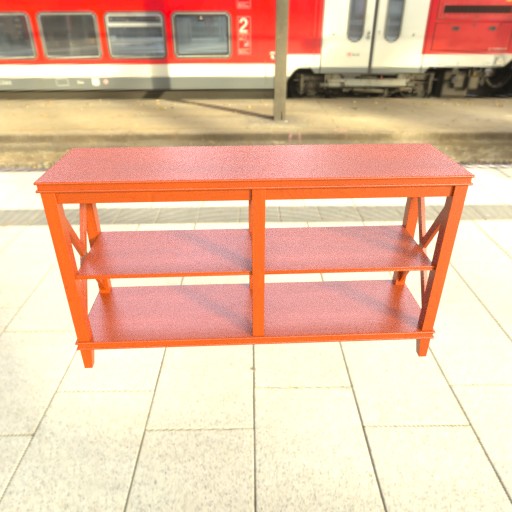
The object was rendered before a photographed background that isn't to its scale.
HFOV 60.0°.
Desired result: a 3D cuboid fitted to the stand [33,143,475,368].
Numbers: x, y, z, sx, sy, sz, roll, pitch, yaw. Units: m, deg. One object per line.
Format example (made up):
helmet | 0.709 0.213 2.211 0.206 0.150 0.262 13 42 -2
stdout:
stand | 0.000 0.000 1.724 1.372 0.762 0.381 -1 30 -2
